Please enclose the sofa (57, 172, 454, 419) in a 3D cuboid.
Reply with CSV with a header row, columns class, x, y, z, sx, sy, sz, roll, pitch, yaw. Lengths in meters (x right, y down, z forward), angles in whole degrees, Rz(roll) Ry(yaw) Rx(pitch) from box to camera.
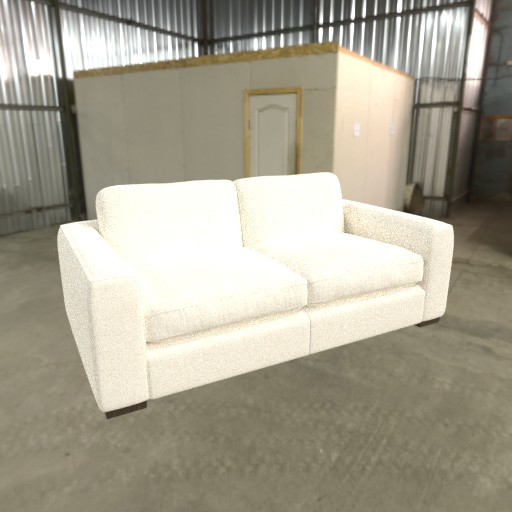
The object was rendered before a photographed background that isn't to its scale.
class,x,y,z,sx,sy,sz,roll,pitch,yaw
sofa,0.000,0.000,2.440,1.920,0.801,1.069,-9,19,-27
